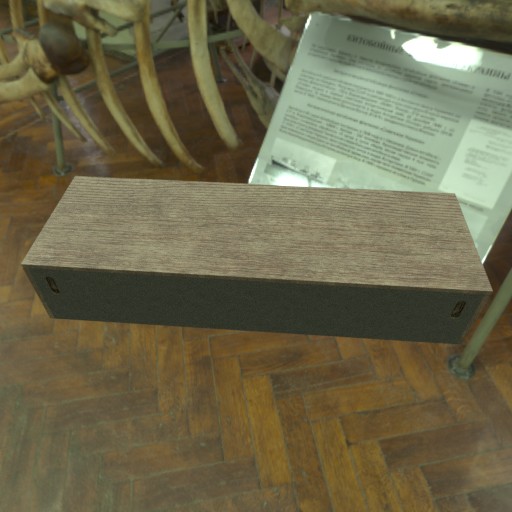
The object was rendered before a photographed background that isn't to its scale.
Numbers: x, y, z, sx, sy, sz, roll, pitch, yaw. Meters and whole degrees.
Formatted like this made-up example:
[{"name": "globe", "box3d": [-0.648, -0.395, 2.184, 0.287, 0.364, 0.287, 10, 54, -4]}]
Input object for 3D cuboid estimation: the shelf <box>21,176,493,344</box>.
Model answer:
[{"name": "shelf", "box3d": [0.000, 0.000, 0.684, 0.610, 0.125, 0.200, 3, 46, 3]}]
